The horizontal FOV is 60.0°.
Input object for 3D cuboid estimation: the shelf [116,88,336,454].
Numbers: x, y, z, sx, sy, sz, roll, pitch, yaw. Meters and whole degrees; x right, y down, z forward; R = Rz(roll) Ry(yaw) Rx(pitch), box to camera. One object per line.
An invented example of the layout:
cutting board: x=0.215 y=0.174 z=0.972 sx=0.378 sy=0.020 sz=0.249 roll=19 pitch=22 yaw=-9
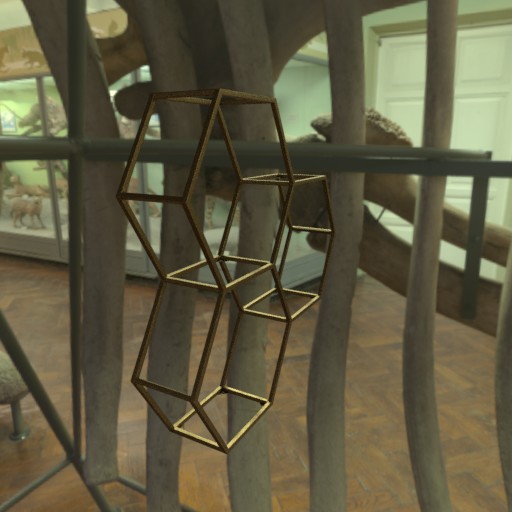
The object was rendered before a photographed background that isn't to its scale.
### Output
shelf: x=0.000 y=0.000 z=1.061 sx=0.150 sy=0.701 sz=0.708 roll=8 pitch=17 yaw=28
